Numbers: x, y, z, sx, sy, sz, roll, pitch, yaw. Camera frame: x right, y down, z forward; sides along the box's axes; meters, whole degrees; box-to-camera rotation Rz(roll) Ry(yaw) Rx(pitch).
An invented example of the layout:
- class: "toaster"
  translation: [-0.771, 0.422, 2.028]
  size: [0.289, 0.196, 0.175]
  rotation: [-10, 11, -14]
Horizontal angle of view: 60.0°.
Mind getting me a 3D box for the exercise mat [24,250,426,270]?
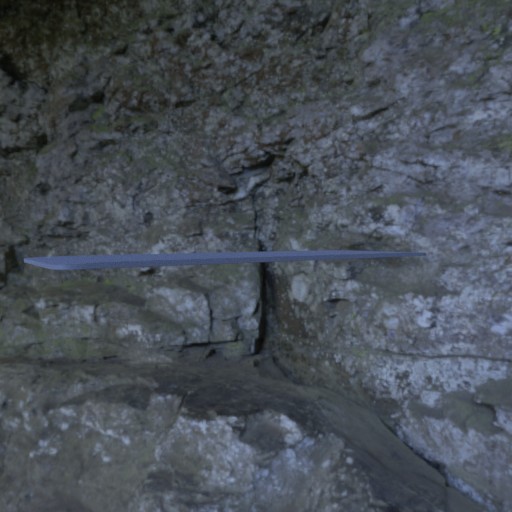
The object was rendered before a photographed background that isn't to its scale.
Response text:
- class: "exercise mat"
  translation: [0.000, 0.000, 2.076]
  size: [1.884, 0.021, 0.616]
  rotation: [-2, 3, -36]
